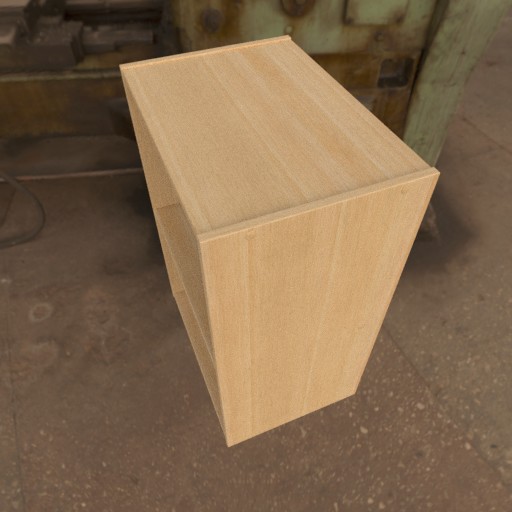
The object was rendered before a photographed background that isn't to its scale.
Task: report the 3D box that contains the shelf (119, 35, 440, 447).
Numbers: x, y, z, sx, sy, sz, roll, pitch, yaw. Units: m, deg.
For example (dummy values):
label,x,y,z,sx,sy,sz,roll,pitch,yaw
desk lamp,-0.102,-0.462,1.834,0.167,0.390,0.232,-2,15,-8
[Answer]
label,x,y,z,sx,sy,sz,roll,pitch,yaw
shelf,0.000,0.000,0.820,0.290,0.592,0.414,-17,51,-15
